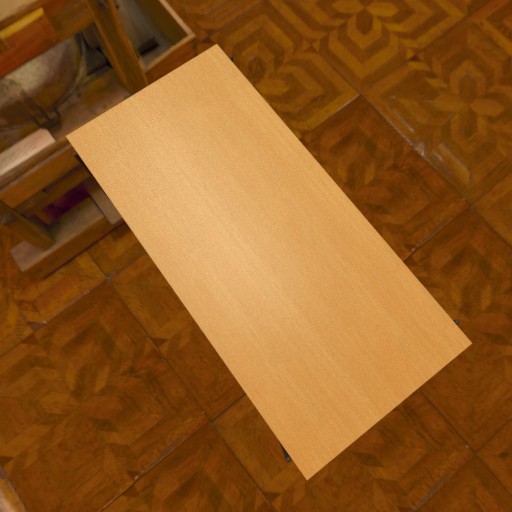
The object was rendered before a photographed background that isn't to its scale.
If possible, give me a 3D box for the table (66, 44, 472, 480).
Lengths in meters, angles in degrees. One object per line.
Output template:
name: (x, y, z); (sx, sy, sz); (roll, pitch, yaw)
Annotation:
table: (0.000, 0.000, 2.287); (0.900, 0.758, 1.800); (-36, 78, -9)
